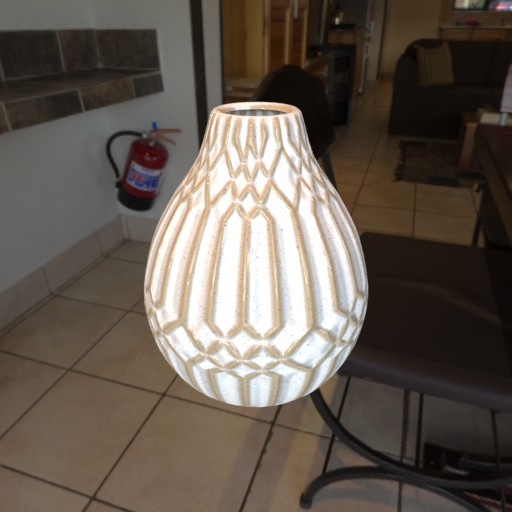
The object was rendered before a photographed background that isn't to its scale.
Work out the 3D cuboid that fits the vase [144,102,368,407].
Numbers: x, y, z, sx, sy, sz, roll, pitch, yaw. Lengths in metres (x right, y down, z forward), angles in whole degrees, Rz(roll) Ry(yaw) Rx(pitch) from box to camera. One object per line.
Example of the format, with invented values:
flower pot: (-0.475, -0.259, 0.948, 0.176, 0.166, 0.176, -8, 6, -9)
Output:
vase: (0.000, 0.000, 0.312, 0.159, 0.200, 0.159, 0, 28, 0)
